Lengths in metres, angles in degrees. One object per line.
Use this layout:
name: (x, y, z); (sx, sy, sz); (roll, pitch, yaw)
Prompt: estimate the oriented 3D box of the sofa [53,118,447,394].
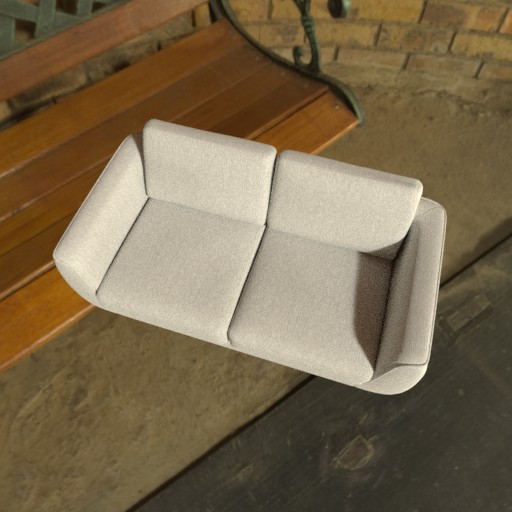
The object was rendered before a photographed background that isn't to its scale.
sofa: (0.000, 0.000, 2.223); (1.700, 0.850, 0.920); (15, 60, 9)
